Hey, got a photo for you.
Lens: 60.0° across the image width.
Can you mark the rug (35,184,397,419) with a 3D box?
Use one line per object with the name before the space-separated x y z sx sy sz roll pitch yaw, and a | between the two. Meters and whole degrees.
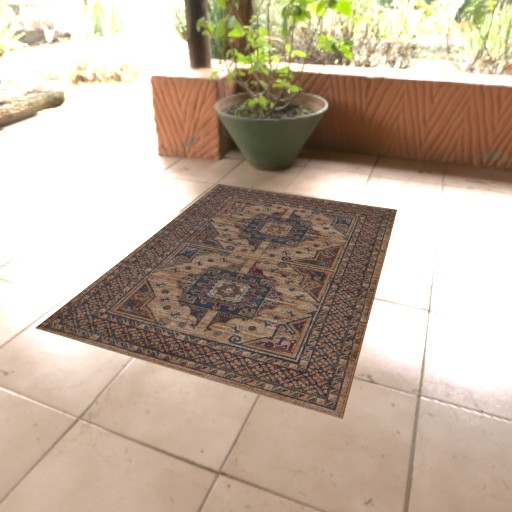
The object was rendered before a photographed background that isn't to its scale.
rug | 0.000 0.000 2.954 1.611 0.008 2.227 11 32 18
